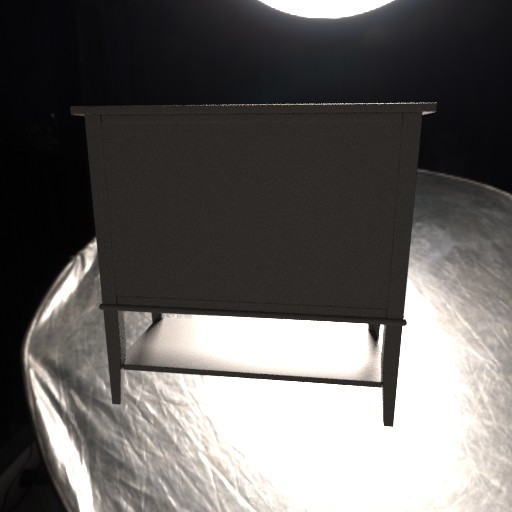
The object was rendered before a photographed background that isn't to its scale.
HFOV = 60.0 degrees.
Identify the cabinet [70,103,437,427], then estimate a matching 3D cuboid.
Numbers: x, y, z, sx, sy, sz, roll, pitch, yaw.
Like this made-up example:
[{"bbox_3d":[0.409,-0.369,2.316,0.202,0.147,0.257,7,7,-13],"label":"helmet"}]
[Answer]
[{"bbox_3d":[0.000,0.000,1.246,0.801,0.780,0.396,2,15,7],"label":"cabinet"}]
